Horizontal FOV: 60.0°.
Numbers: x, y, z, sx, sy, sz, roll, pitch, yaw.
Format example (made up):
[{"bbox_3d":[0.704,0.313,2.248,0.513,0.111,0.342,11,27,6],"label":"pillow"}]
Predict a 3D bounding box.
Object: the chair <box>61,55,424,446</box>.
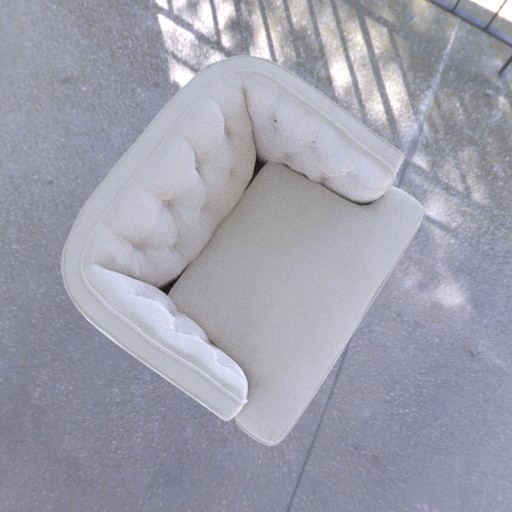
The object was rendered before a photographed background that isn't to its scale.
[{"bbox_3d":[0.000,0.000,1.729,0.941,0.852,1.104,34,78,8],"label":"chair"}]
